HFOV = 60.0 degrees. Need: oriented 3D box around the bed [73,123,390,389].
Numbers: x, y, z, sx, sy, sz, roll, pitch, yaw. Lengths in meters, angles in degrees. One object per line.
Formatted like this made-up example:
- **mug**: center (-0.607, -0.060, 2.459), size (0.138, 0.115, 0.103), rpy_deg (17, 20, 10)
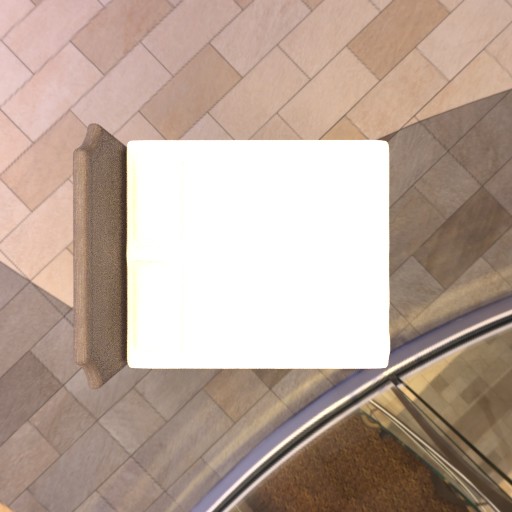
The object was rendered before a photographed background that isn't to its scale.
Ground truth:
- **bed**: center (0.000, 0.000, 4.139), size (2.773, 1.590, 2.350), rpy_deg (0, 90, 0)
